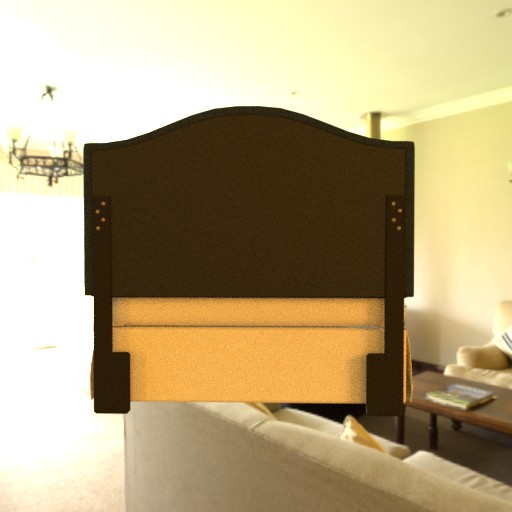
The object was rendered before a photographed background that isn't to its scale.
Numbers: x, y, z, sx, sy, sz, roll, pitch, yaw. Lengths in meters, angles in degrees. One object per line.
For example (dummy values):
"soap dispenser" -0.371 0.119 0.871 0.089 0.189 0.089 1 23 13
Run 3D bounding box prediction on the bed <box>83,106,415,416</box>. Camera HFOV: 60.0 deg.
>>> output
"bed" 0.000 0.000 3.229 1.713 1.518 2.153 0 1 1
